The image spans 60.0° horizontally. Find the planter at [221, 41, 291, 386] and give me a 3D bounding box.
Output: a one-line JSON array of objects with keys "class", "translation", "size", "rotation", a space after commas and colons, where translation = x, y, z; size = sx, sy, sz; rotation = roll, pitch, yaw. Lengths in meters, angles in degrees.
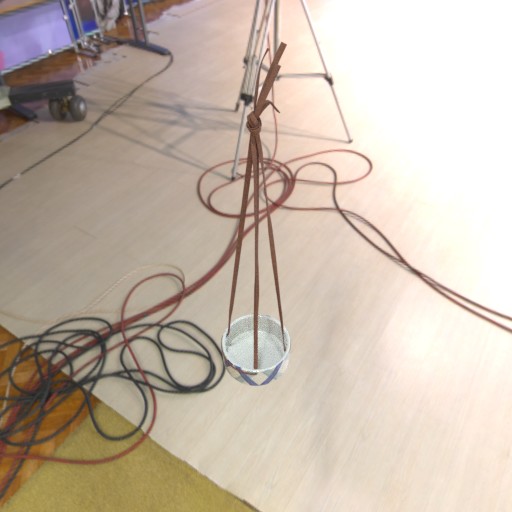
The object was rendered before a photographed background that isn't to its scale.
[{"class": "planter", "translation": [0.000, 0.000, 0.841], "size": [0.166, 0.751, 0.166], "rotation": [-4, 46, -4]}]
